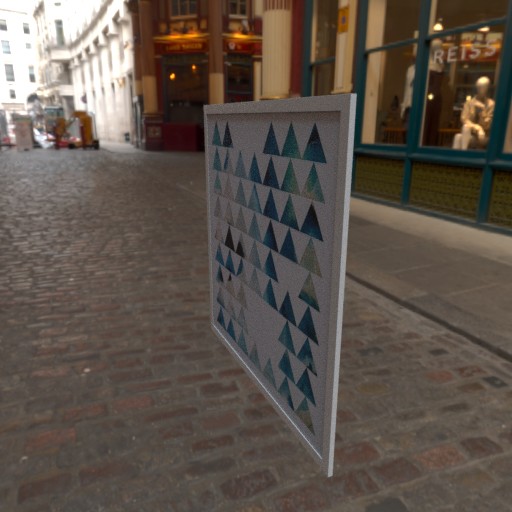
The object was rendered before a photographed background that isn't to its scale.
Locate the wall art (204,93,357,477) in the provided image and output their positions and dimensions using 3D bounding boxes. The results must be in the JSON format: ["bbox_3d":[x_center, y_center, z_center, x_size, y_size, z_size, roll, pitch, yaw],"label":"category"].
[{"bbox_3d":[0.000,0.000,0.692,0.007,0.456,0.456,-8,19,-23],"label":"wall art"}]
